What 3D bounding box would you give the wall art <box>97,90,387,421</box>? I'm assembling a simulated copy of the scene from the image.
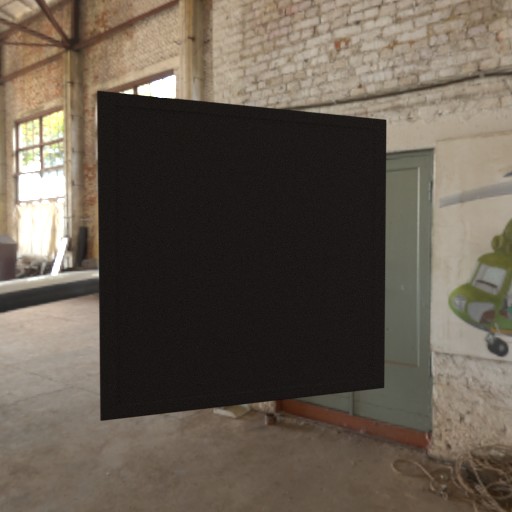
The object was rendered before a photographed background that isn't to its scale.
[{"bbox_3d":[0.000,0.000,0.840,0.562,0.558,0.012,-1,2,-18],"label":"wall art"}]
